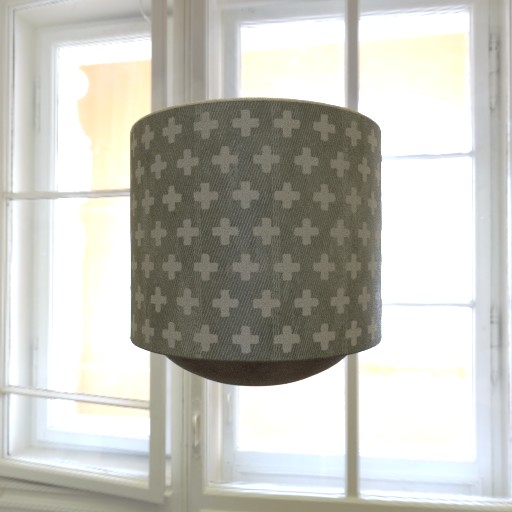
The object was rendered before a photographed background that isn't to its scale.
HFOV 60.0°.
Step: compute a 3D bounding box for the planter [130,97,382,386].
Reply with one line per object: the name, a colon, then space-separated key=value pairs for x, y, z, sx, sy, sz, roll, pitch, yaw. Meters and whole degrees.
planter: x=0.000 y=0.000 z=0.347 sx=0.190 sy=0.181 sz=0.190 roll=0 pitch=0 yaw=0
